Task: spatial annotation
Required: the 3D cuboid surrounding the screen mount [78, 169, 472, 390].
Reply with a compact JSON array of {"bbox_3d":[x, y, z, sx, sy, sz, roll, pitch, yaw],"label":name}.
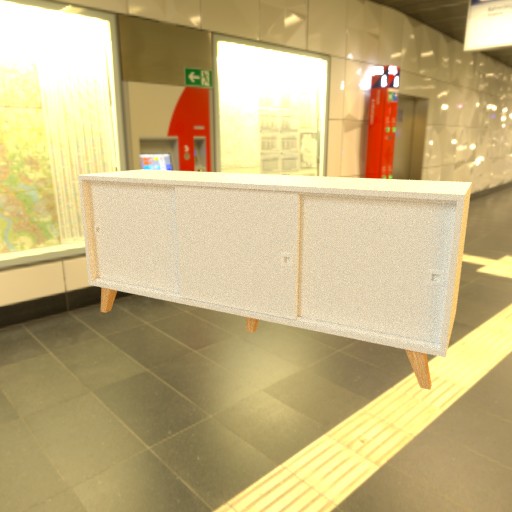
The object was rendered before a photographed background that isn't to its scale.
[{"bbox_3d":[0.000,0.000,1.788,1.490,0.619,0.400,8,16,27],"label":"screen mount"}]
